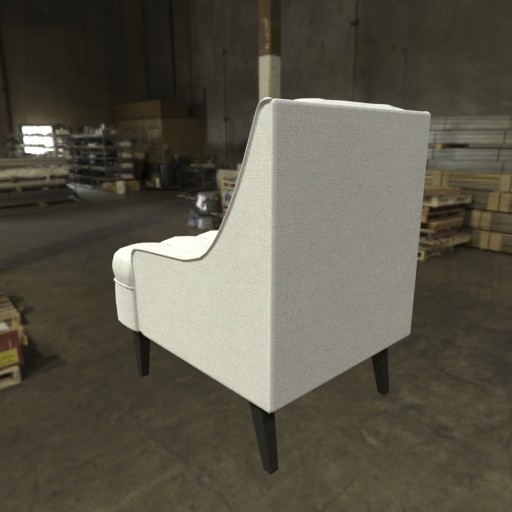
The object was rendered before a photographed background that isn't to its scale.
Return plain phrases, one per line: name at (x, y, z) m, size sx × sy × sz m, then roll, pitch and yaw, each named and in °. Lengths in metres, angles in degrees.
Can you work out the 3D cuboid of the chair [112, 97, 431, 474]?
chair at (0.000, 0.000, 1.413) m, size 0.658 × 0.891 × 0.772 m, roll -13°, pitch 19°, yaw -41°
